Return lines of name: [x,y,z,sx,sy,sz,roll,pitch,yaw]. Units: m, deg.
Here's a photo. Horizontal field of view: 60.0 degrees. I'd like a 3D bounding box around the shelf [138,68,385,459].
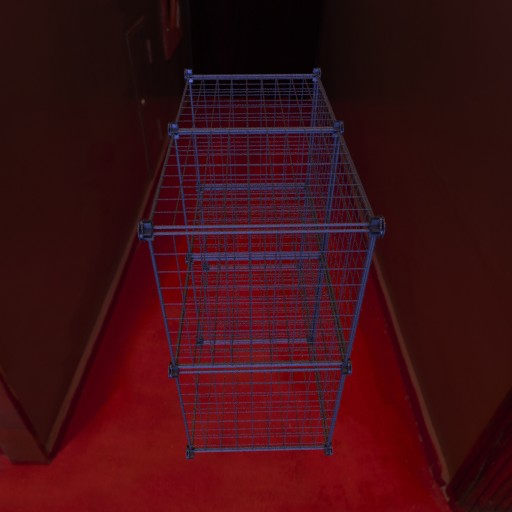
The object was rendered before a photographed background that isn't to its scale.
shelf: [0.000,0.000,1.129,0.356,0.711,0.711,-1,40,-1]
